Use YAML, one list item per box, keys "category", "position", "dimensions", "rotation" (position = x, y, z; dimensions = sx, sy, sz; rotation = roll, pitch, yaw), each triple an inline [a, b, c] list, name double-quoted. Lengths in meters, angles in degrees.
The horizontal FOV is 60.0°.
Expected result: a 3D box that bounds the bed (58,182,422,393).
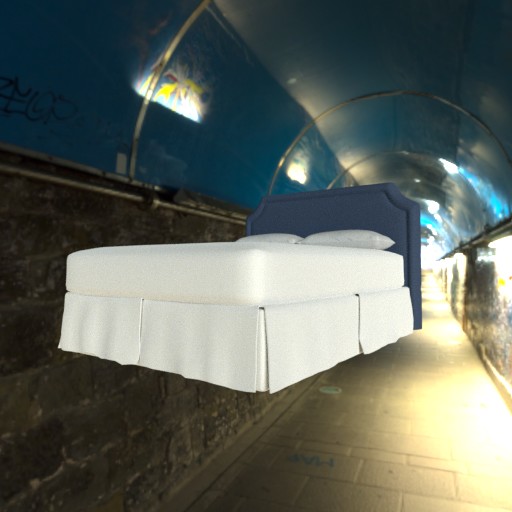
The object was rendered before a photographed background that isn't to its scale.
- category: "bed"
  position: [0.000, 0.000, 3.378]
  dimensions: [1.831, 1.297, 2.260]
  rotation: [-1, -1, 37]
